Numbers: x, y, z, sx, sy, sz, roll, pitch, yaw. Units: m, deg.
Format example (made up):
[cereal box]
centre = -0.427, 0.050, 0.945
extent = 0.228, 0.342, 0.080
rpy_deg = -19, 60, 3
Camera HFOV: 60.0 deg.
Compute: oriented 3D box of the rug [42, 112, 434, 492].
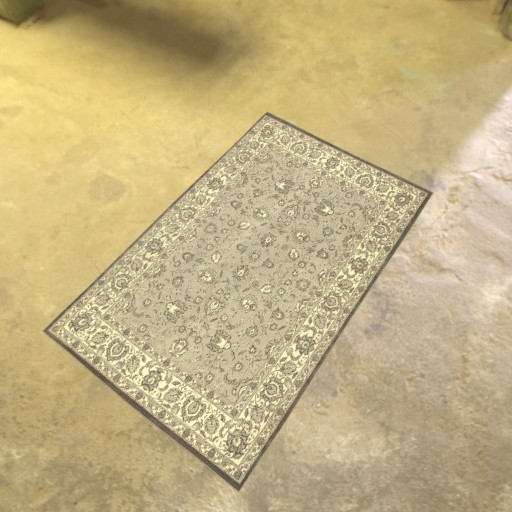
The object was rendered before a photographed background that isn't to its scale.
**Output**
[rug]
centre = 0.000, 0.000, 3.017
extent = 1.524, 0.011, 2.438
rpy_deg = 31, 64, 18
